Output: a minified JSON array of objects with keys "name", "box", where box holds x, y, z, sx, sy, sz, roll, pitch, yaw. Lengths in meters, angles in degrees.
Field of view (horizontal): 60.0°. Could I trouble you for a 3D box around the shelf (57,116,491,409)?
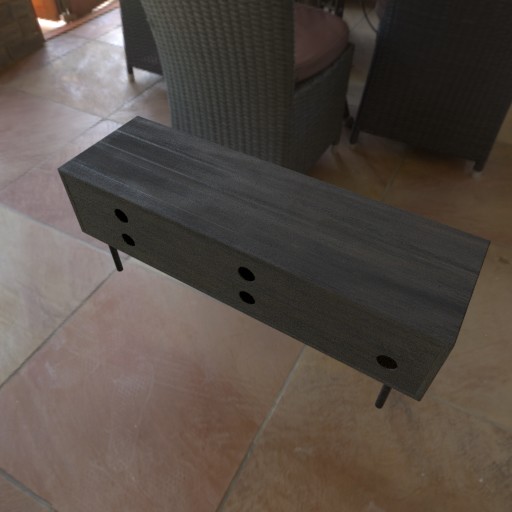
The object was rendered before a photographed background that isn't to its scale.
[{"name":"shelf","box":[0.000,0.000,1.534,1.300,0.495,0.400,24,52,21]}]
